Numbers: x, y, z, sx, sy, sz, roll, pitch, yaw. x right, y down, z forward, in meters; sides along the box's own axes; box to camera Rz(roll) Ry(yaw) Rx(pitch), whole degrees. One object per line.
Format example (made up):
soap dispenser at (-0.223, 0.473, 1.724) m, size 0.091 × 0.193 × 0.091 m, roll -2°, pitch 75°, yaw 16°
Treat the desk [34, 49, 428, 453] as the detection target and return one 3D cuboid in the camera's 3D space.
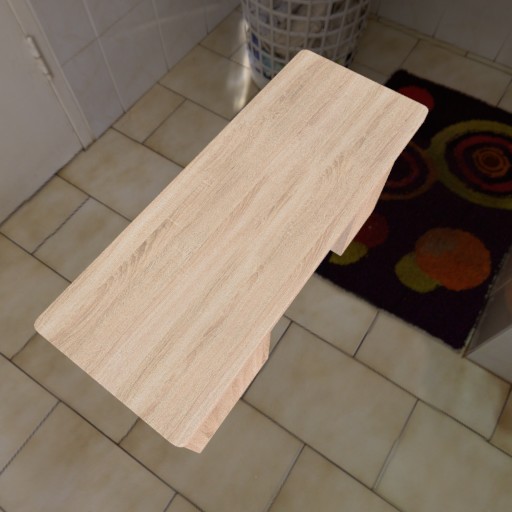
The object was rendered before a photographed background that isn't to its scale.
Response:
desk at (0.000, 0.000, 1.761) m, size 0.550 × 0.760 × 1.400 m, roll 33°, pitch 68°, yaw 15°
